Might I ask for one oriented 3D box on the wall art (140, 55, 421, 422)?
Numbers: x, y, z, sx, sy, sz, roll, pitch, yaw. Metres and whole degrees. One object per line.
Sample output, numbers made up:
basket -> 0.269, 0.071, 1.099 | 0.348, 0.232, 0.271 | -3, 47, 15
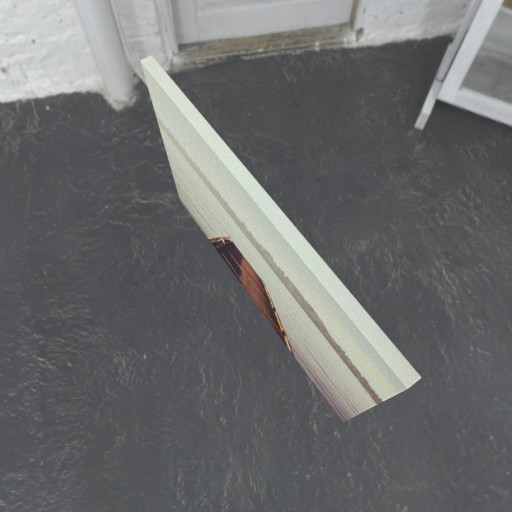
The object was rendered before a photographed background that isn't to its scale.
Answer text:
wall art -> 0.000, 0.000, 1.461 | 0.040, 0.765, 1.149 | -32, 69, -14
